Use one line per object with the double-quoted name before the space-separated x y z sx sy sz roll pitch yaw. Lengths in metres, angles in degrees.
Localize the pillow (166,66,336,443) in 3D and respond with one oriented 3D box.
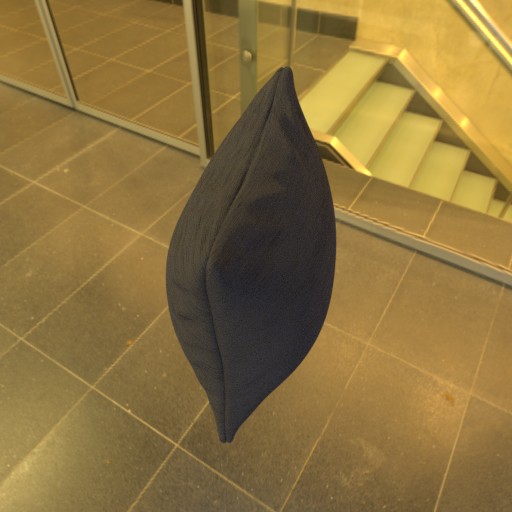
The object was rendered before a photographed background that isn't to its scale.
"pillow" 0.000 0.000 0.682 0.246 0.414 0.432 9 47 8
